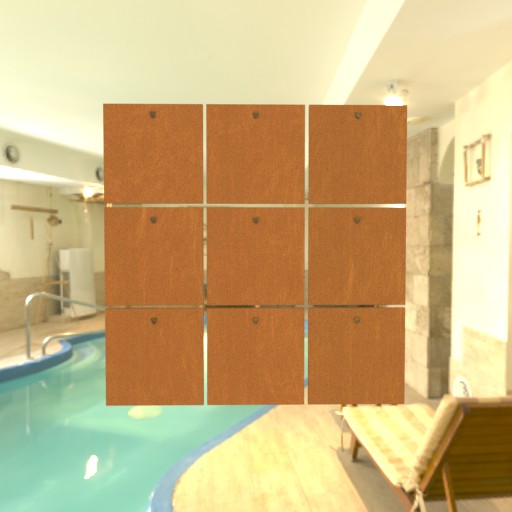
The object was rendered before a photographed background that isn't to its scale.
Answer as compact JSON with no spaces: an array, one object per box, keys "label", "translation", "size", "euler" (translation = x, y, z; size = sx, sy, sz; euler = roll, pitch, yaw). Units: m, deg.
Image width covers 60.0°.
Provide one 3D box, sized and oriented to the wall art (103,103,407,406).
[{"label":"wall art","translation":[0.000,0.000,1.348],"size":[0.915,0.913,0.018],"euler":[0,2,-1]}]
